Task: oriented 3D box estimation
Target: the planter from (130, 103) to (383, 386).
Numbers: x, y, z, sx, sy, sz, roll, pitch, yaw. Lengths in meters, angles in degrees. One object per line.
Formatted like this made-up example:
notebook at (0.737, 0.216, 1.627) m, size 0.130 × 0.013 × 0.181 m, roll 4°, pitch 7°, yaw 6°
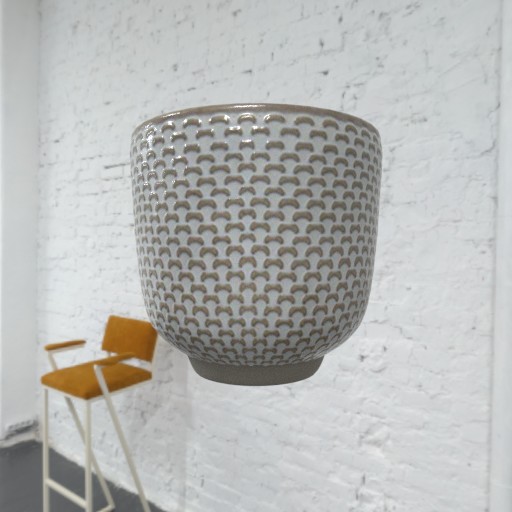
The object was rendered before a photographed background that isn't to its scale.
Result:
planter at (0.000, 0.000, 0.254) m, size 0.139 × 0.130 × 0.139 m, roll 0°, pitch 0°, yaw 0°
